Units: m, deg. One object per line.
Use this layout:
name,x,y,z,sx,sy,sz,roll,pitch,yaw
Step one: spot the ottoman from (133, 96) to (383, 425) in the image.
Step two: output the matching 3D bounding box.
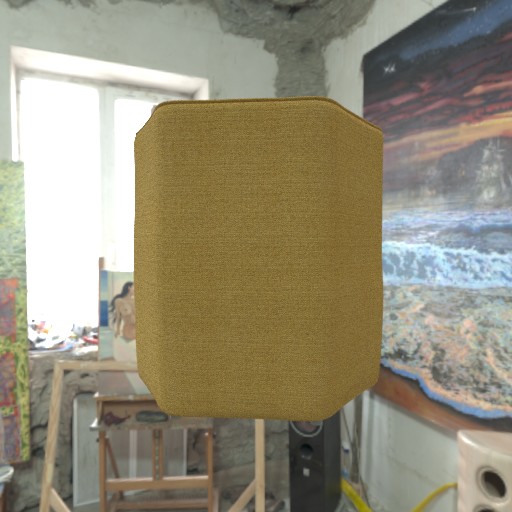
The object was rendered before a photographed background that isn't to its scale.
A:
ottoman,0.000,0.000,0.876,0.443,0.502,0.494,1,2,35
